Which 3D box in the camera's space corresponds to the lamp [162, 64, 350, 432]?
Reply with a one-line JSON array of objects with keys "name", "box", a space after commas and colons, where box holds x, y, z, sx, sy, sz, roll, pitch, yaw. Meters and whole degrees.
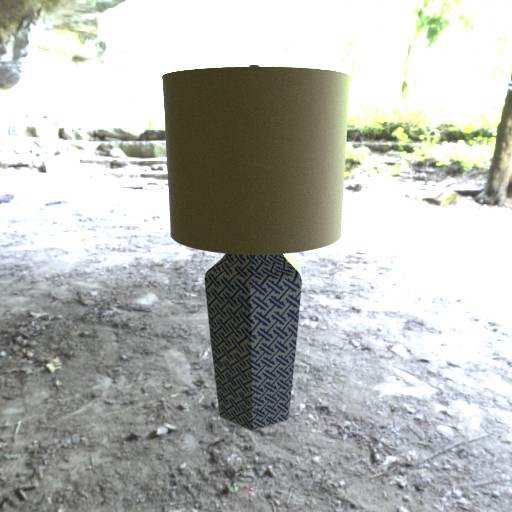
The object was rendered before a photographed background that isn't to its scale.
[{"name": "lamp", "box": [0.000, 0.000, 0.856, 0.320, 0.682, 0.320, 2, 17, 8]}]
